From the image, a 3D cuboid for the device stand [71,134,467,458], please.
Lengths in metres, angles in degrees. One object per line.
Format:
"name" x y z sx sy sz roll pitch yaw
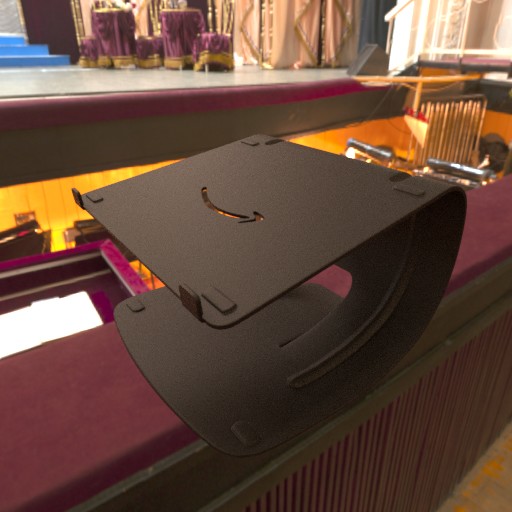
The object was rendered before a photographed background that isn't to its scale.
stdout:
"device stand" 0.000 0.000 0.390 0.236 0.155 0.256 -17 31 -31
